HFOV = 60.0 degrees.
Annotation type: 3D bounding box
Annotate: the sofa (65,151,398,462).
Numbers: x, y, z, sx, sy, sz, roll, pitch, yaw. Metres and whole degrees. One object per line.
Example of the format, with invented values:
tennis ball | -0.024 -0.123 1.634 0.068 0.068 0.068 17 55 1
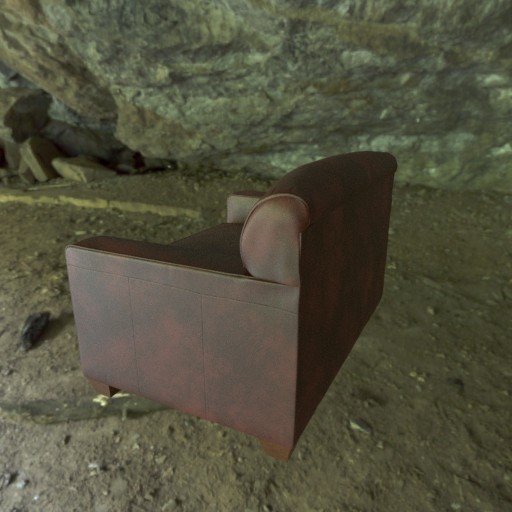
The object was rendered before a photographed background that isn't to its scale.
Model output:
sofa | 0.000 0.000 2.083 1.000 0.956 1.413 9 20 25
